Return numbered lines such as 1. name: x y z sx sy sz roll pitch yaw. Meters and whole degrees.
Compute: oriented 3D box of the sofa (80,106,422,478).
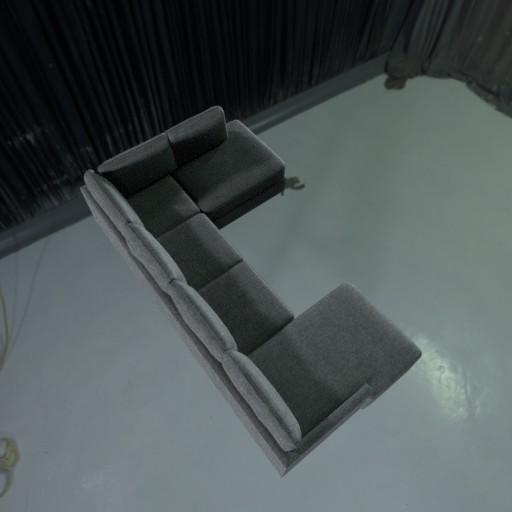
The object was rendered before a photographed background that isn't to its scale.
1. sofa: 0.000 0.000 4.412 2.048 0.999 3.423 -33 64 -19
